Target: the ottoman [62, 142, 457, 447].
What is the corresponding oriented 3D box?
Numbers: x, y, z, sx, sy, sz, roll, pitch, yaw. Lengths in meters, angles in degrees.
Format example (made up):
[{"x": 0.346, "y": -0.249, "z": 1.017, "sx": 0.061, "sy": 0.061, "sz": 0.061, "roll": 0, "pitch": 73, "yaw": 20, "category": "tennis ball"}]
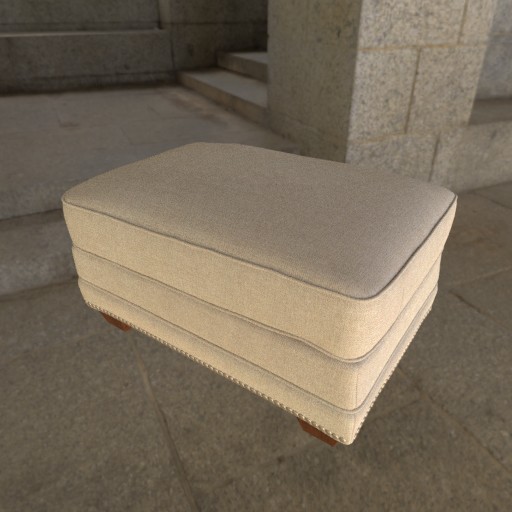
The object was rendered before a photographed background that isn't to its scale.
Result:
[{"x": 0.000, "y": 0.000, "z": 1.126, "sx": 0.813, "sy": 0.458, "sz": 0.559, "roll": 19, "pitch": 35, "yaw": 30, "category": "ottoman"}]
